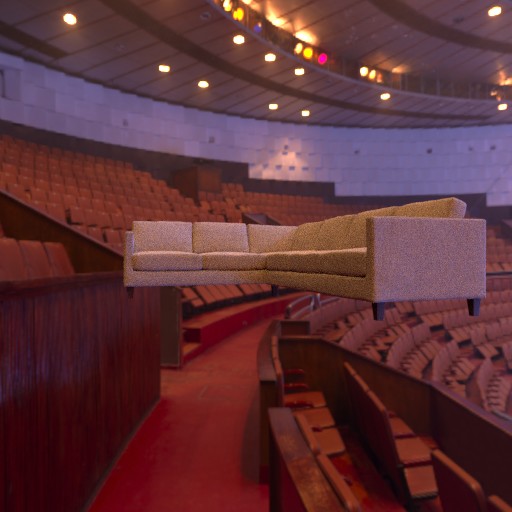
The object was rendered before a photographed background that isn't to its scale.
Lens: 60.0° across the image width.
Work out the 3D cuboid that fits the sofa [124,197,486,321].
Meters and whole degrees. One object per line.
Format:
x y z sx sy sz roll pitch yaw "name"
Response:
0.000 0.000 4.270 2.432 0.863 3.182 0 0 -17 "sofa"
